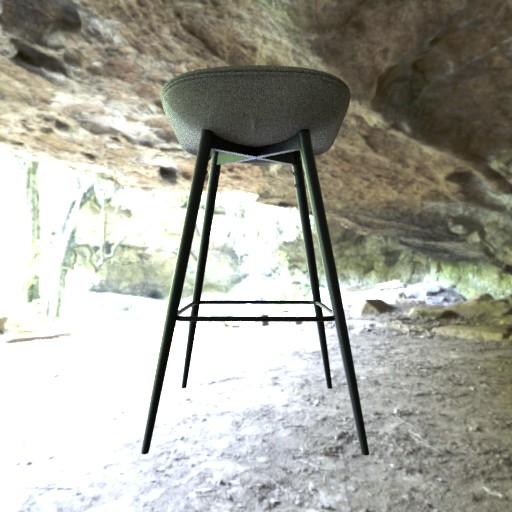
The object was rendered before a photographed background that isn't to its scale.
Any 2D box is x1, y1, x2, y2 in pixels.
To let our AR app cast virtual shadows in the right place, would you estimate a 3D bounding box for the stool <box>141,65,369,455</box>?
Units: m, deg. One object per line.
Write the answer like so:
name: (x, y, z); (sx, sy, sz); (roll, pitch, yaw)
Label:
stool: (0.000, 0.000, 1.146); (0.469, 0.814, 0.480); (0, 0, 1)
